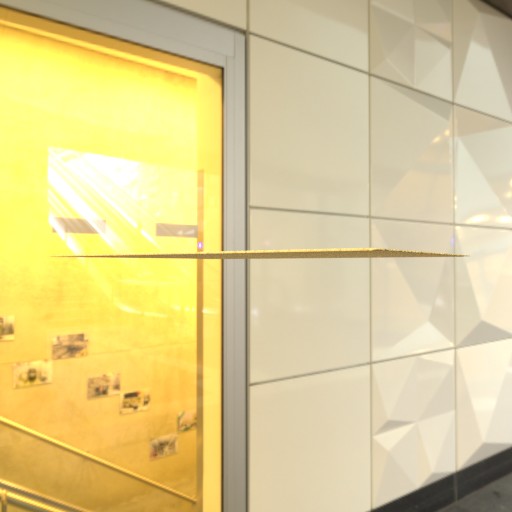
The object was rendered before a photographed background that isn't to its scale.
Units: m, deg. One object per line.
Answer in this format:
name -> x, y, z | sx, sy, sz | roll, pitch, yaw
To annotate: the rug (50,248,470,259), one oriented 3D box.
rug -> 0.000, 0.000, 2.839 | 2.233, 0.011, 1.514 | -1, -1, 36
